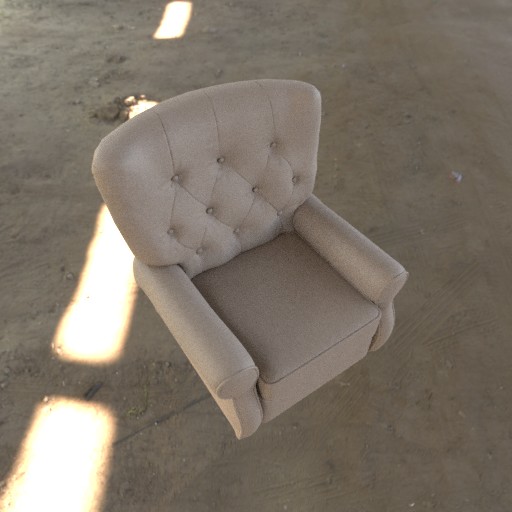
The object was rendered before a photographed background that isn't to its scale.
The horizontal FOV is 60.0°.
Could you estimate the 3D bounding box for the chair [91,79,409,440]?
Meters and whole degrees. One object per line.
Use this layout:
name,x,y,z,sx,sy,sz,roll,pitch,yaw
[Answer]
chair,0.000,0.000,1.913,0.999,1.138,1.041,-26,52,-22
